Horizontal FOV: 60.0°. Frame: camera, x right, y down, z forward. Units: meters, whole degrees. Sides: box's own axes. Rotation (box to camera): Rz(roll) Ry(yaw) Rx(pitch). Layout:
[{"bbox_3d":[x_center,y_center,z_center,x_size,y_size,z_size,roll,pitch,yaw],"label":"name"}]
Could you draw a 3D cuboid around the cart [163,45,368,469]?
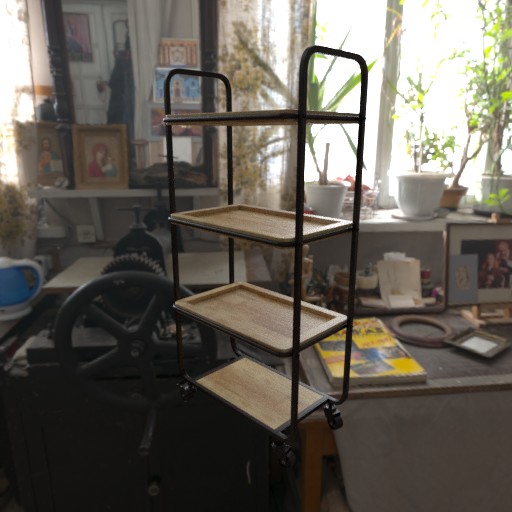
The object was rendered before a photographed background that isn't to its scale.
[{"bbox_3d":[0.000,0.000,1.335,0.545,1.080,0.321,15,21,43],"label":"cart"}]
